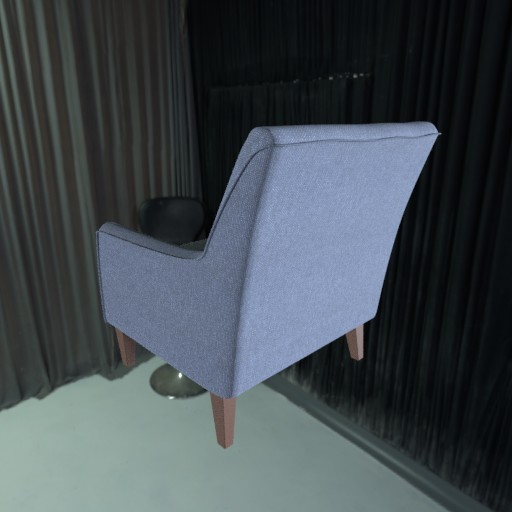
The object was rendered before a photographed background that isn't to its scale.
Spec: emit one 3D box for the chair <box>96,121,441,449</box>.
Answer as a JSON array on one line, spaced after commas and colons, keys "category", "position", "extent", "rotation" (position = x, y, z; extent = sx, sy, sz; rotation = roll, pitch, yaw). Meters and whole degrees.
[{"category": "chair", "position": [0.000, 0.000, 1.575], "extent": [0.780, 0.919, 0.899], "rotation": [-17, 25, -42]}]
